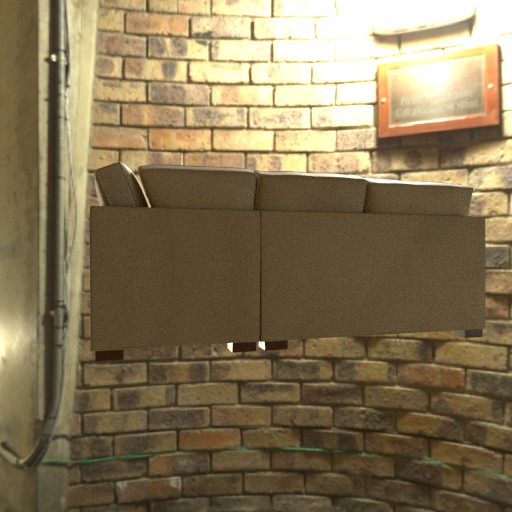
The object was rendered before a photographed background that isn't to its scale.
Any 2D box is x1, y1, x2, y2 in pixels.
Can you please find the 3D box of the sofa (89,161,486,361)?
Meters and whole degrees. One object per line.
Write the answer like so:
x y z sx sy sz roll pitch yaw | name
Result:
0.000 0.000 3.329 2.182 0.939 2.189 0 0 -16 | sofa
